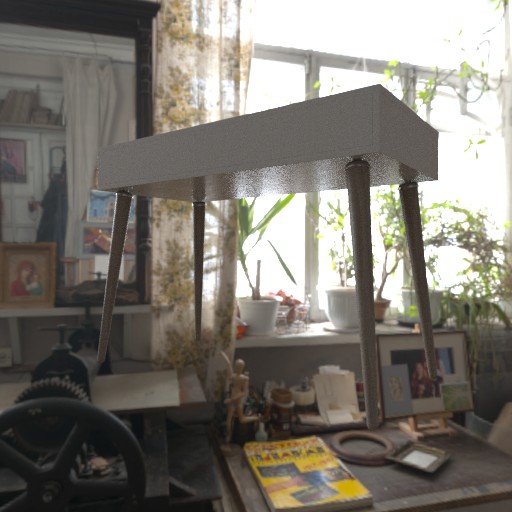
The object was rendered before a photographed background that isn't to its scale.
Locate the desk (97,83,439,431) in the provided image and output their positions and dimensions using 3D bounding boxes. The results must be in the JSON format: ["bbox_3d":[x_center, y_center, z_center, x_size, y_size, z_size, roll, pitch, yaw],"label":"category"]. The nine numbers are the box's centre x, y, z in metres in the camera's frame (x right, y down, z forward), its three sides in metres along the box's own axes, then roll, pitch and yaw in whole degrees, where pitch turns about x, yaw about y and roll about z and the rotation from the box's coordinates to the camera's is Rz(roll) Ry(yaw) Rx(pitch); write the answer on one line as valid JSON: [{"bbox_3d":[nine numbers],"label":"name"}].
[{"bbox_3d":[0.000,0.000,1.396,0.979,0.723,0.491,0,1,36],"label":"desk"}]
